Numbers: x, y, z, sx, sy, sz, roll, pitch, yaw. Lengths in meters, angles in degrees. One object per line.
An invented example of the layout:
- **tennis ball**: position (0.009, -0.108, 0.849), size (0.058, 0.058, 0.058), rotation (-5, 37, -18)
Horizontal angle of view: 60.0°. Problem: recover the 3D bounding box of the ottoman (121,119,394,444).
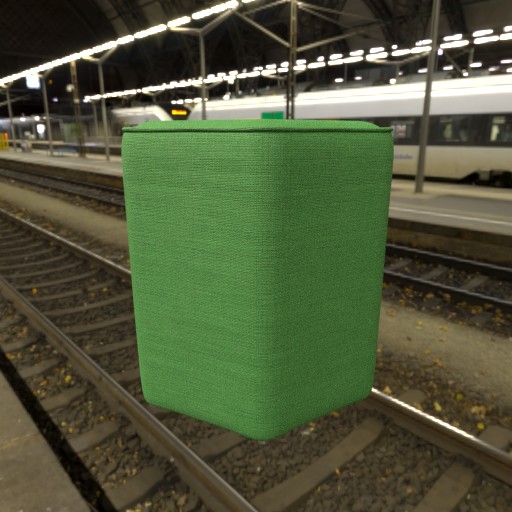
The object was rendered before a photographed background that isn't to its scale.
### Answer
- **ottoman**: position (0.000, 0.000, 0.877), size (0.499, 0.507, 0.444), rotation (8, 17, 26)
